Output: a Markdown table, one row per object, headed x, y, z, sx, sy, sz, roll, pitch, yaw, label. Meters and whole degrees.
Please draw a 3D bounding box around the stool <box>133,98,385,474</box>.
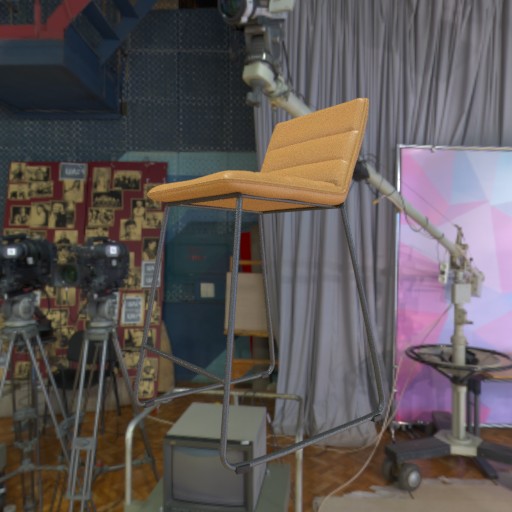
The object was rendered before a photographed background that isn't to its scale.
| x | y | z | sx | sy | sz | roll | pitch | yaw | label |
| --- | --- | --- | --- | --- | --- | --- | --- | --- | --- |
| 0.000 | 0.000 | 1.210 | 0.524 | 0.866 | 0.489 | -2 | 2 | -38 | stool |
